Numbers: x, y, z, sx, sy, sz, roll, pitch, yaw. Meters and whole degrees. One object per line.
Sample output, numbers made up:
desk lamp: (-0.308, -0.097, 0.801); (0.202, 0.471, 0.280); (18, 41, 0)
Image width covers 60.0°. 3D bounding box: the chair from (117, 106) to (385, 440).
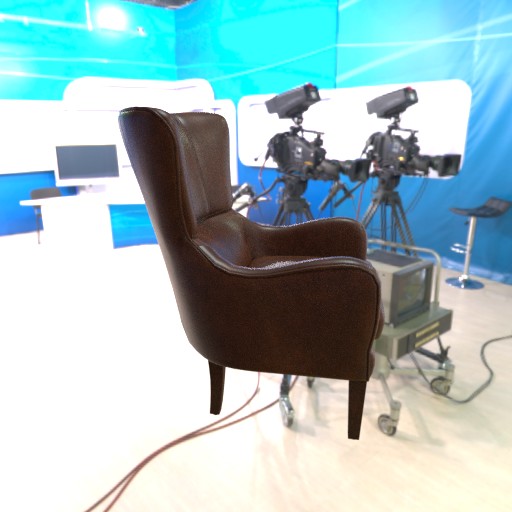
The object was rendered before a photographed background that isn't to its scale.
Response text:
chair: (0.000, 0.000, 1.664); (0.914, 1.048, 0.692); (3, 17, 9)
